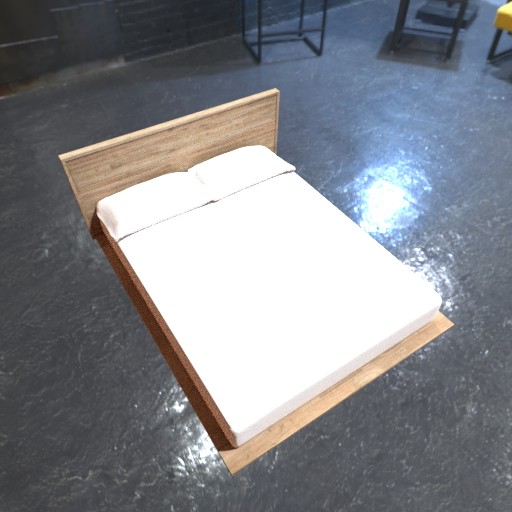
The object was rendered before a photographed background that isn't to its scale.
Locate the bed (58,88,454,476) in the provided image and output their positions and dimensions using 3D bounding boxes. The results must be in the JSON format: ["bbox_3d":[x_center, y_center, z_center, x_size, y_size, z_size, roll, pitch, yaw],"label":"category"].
[{"bbox_3d":[0.000,0.000,3.056,1.759,1.071,2.145,-25,52,-22],"label":"bed"}]
